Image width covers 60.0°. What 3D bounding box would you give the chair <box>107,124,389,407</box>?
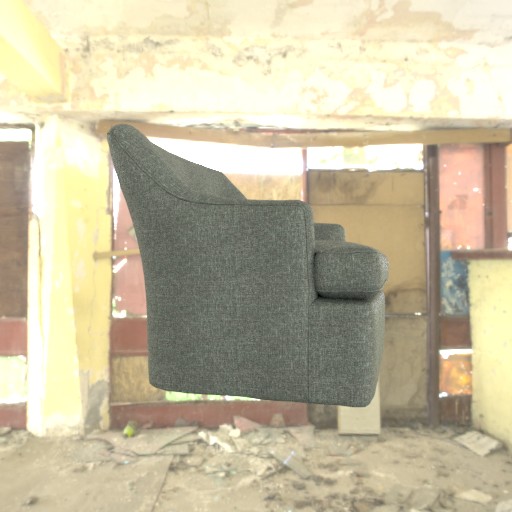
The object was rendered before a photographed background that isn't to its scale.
[{"bbox_3d":[0.000,0.000,1.627,0.923,0.856,0.864,0,-1,18],"label":"chair"}]
